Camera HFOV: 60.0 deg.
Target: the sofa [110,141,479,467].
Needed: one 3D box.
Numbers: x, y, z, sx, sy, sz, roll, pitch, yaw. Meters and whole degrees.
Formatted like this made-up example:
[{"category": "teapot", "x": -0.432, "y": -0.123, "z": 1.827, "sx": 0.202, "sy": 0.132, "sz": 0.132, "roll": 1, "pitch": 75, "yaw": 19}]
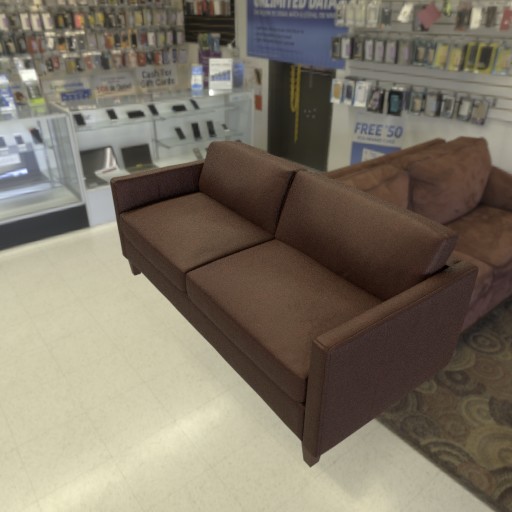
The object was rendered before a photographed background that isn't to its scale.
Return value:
[{"category": "sofa", "x": 0.000, "y": 0.000, "z": 2.422, "sx": 0.923, "sy": 0.863, "sz": 1.971, "roll": -20, "pitch": 36, "yaw": -31}]
